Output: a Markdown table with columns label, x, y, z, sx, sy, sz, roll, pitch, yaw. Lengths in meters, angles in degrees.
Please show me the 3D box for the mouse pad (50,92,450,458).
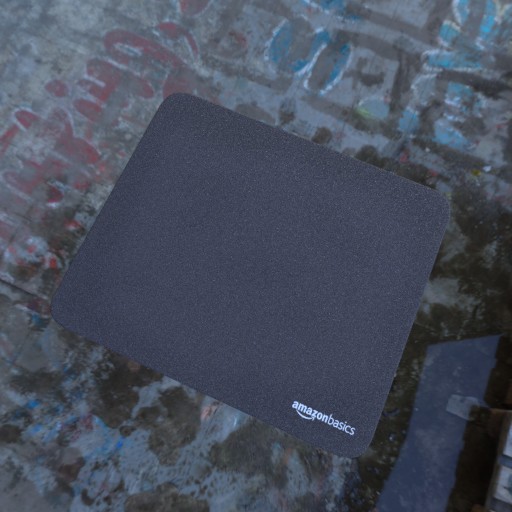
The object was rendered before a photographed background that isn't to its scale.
| label | x | y | z | sx | sy | sz | roll | pitch | yaw |
| --- | --- | --- | --- | --- | --- | --- | --- | --- | --- |
| mouse pad | 0.000 | 0.000 | 0.334 | 0.249 | 0.002 | 0.211 | 23 | 77 | 6 |
